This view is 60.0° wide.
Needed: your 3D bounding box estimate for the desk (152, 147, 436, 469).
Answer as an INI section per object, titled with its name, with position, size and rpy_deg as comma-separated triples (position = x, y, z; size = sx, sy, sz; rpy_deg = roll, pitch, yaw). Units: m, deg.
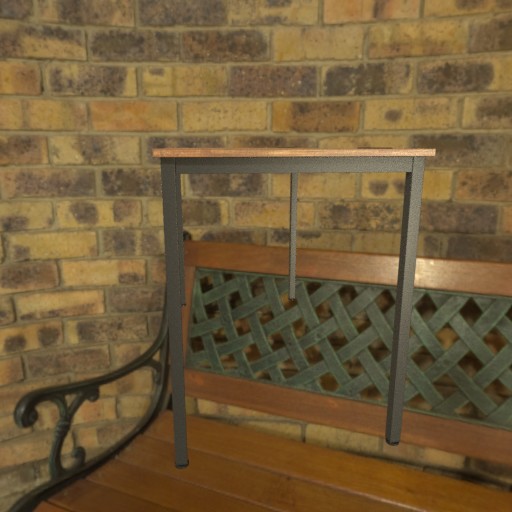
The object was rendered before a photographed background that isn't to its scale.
[desk]
position = 0.000, 0.000, 1.576
size = 0.600, 0.749, 1.200
rpy_deg = -2, 14, -9
